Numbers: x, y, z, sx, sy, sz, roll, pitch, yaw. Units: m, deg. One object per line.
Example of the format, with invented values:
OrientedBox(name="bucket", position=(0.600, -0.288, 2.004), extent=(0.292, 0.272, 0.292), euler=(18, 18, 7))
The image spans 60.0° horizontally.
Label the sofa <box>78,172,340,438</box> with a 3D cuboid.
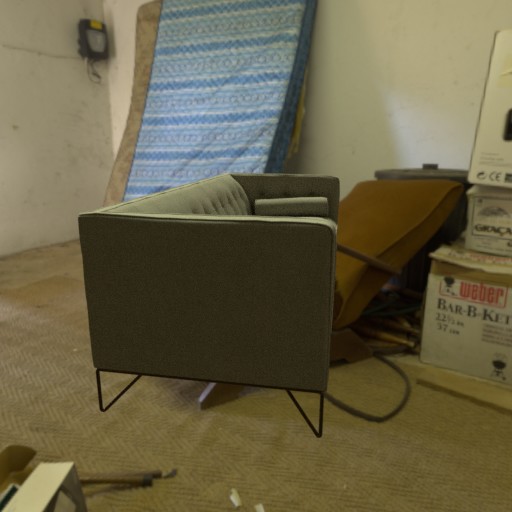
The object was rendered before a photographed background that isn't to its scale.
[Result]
OrientedBox(name="sofa", position=(0.000, 0.000, 2.544), extent=(0.912, 0.798, 2.079), euler=(3, 15, 10))
